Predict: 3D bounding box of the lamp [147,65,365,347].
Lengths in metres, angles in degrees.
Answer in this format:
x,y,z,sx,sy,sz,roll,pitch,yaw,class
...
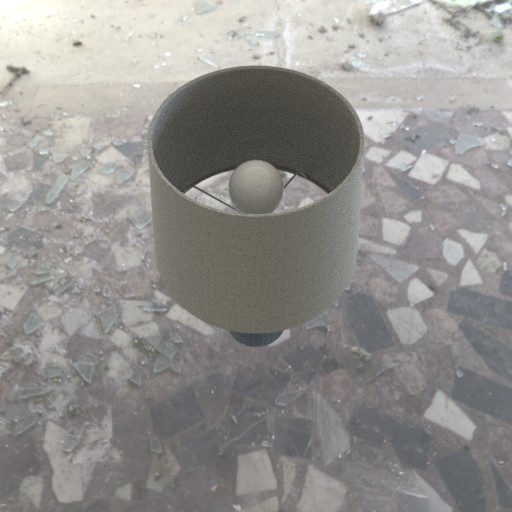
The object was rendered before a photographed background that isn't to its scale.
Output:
x,y,z,sx,sy,sz,roll,pitch,yaw,class
0.000,0.000,0.590,0.253,0.428,0.253,0,58,0,lamp
